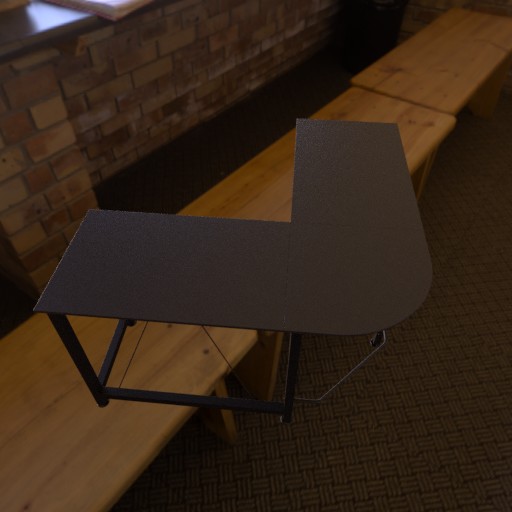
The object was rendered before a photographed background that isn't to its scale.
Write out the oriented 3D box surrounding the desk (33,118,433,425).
[{"bbox_3d":[0.000,0.000,2.230,1.400,0.762,1.400,4,46,4],"label":"desk"}]
